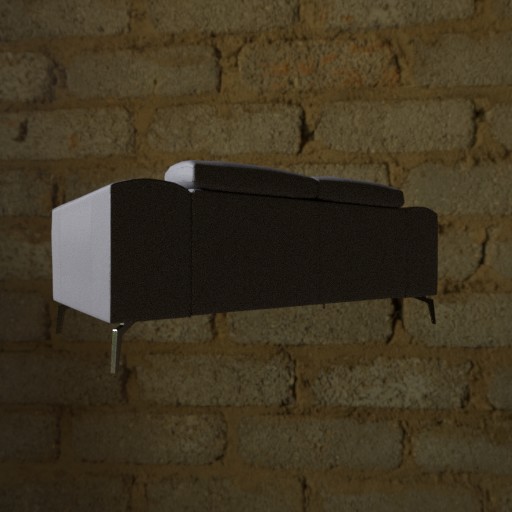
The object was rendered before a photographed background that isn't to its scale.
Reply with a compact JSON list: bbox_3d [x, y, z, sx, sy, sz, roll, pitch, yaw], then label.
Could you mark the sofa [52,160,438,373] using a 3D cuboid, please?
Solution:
[{"bbox_3d":[0.000,0.000,2.399,1.895,0.779,1.003,0,0,-35],"label":"sofa"}]
